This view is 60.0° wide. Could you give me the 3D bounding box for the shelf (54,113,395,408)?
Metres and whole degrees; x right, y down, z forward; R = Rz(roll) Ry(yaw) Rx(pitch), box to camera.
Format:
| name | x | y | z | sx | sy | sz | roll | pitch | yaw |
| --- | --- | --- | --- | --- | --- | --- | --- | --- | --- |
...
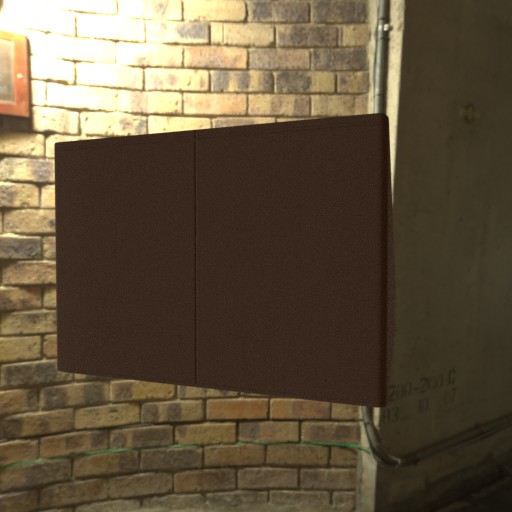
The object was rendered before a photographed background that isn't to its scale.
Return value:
| name | x | y | z | sx | sy | sz | roll | pitch | yaw |
| --- | --- | --- | --- | --- | --- | --- | --- | --- | --- |
| shelf | 0.000 | 0.000 | 0.494 | 0.292 | 0.210 | 0.292 | 1 | 2 | 19 |
